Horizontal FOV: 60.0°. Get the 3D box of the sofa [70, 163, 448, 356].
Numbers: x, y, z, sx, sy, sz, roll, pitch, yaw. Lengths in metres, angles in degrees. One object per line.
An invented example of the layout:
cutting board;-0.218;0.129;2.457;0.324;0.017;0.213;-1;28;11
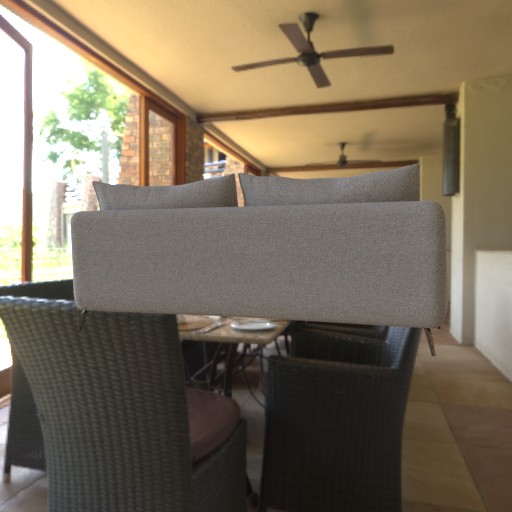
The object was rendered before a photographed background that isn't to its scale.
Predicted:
sofa;0.000;0.000;2.490;2.022;0.833;0.809;0;1;18
